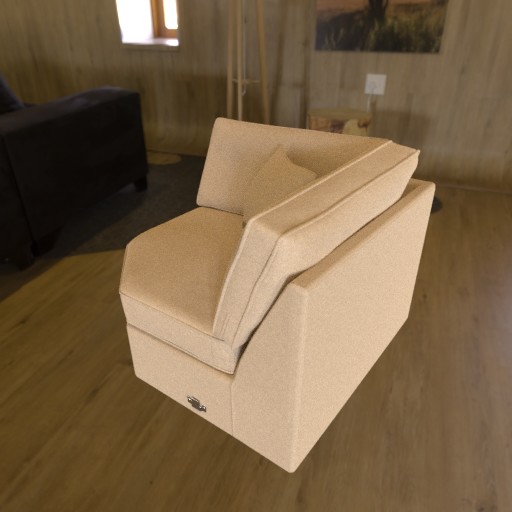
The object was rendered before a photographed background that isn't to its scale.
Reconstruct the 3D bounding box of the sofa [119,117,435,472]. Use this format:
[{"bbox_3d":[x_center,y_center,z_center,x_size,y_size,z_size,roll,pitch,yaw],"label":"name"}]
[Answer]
[{"bbox_3d":[0.000,0.000,1.834,1.050,0.937,1.042,20,36,31],"label":"sofa"}]
